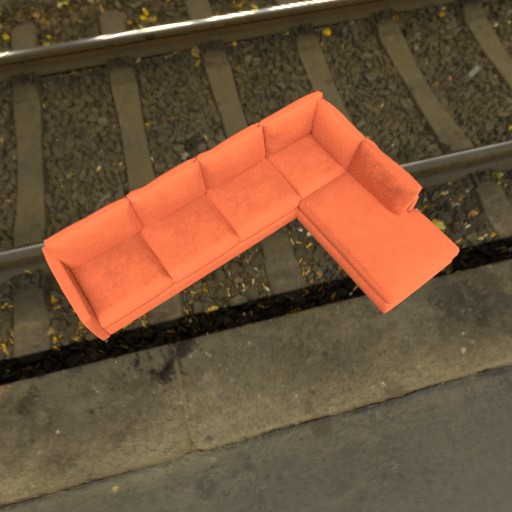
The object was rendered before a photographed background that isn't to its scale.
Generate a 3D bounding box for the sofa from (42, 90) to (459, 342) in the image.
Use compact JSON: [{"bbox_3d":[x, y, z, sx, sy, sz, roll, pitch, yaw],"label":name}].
[{"bbox_3d":[0.000,0.000,3.532,2.736,0.757,1.879,-33,68,-15],"label":"sofa"}]
